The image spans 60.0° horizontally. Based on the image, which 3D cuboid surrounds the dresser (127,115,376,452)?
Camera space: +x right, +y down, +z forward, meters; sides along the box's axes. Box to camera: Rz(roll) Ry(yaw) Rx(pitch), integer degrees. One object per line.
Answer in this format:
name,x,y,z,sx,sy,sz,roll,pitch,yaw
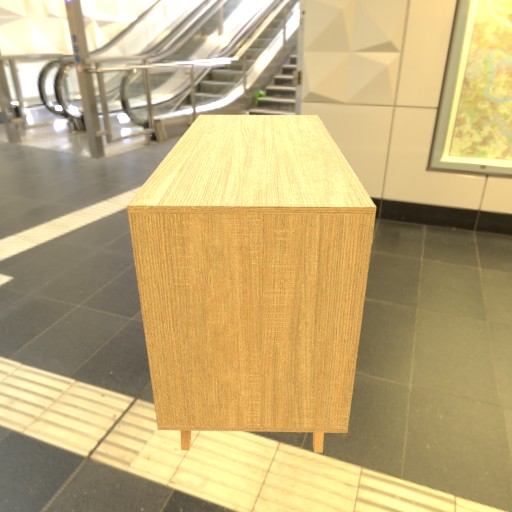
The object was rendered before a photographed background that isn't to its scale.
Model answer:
dresser,0.000,0.000,1.558,0.500,0.780,1.110,0,27,1
